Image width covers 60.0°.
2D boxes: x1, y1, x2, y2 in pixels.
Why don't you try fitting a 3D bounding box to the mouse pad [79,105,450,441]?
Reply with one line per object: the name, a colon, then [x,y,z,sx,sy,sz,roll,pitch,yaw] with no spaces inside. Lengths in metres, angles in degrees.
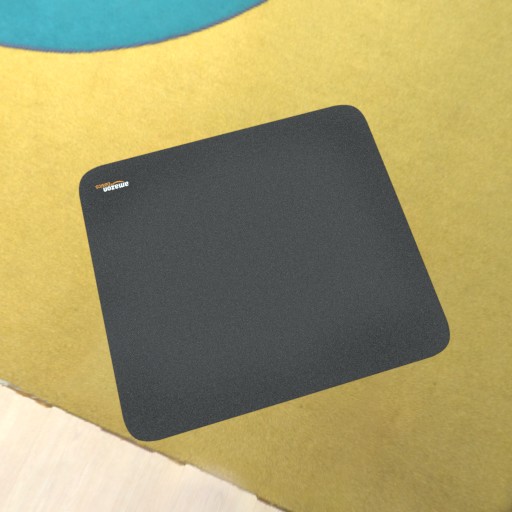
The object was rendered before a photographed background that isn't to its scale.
mouse pad: [0.000,0.000,0.320,0.229,0.003,0.203,-16,75,-4]
